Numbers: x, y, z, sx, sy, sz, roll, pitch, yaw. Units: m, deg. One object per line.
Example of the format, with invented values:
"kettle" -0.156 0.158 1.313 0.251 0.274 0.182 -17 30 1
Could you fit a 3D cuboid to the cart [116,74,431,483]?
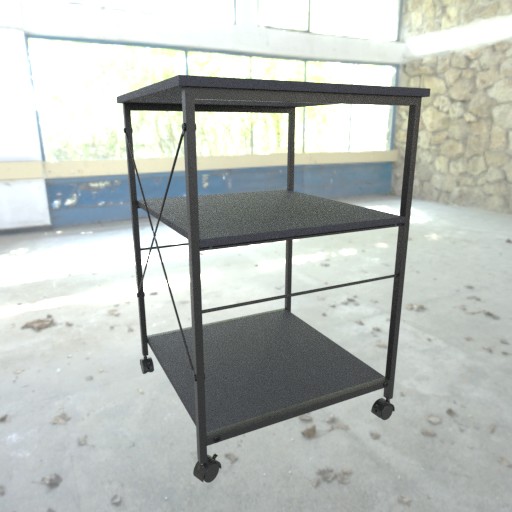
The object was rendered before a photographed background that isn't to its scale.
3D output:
"cart" 0.000 0.000 1.101 0.520 0.762 0.521 -8 18 -26
